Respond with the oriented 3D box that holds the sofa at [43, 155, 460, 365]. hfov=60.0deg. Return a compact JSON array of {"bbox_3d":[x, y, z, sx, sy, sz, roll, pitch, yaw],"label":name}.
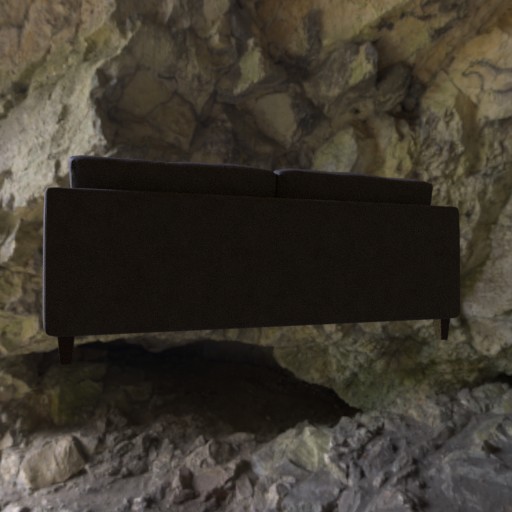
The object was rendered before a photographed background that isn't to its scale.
[{"bbox_3d":[0.000,0.000,2.649,2.208,0.965,0.951,0,-1,-18],"label":"sofa"}]
